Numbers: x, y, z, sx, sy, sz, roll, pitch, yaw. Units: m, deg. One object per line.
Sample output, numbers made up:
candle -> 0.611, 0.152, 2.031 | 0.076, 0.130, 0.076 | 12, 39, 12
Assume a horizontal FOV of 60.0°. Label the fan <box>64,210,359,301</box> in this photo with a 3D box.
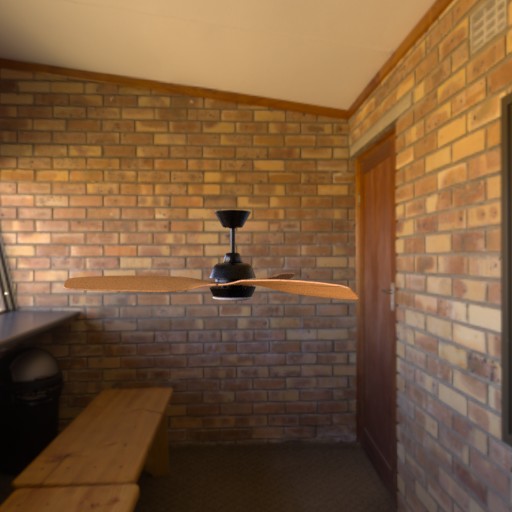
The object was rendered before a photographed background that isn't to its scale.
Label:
fan -> 0.000, 0.000, 1.652 | 1.142, 0.355, 1.010 | 0, -1, -35
